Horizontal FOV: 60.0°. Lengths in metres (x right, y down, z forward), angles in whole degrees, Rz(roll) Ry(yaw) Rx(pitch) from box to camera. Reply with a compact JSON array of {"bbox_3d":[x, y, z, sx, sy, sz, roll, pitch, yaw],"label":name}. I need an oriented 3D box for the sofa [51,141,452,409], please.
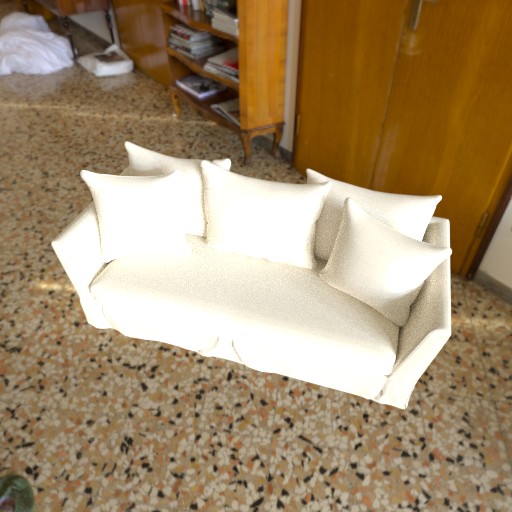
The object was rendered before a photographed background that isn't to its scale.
[{"bbox_3d":[0.000,0.000,2.886,2.290,1.034,1.031,12,43,13],"label":"sofa"}]
